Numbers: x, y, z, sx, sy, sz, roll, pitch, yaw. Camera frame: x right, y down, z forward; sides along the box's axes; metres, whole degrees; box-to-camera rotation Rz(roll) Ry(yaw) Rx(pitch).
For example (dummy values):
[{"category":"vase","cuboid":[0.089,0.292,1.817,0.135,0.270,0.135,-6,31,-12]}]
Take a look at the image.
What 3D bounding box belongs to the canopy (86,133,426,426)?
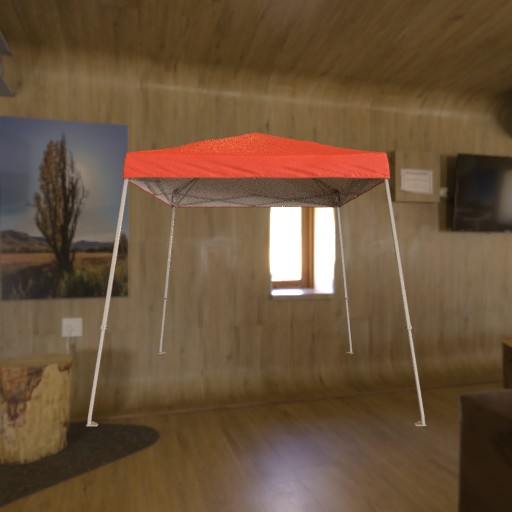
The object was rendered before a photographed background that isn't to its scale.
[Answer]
[{"category":"canopy","cuboid":[0.000,0.000,5.137,2.850,2.850,2.849,0,0,0]}]
